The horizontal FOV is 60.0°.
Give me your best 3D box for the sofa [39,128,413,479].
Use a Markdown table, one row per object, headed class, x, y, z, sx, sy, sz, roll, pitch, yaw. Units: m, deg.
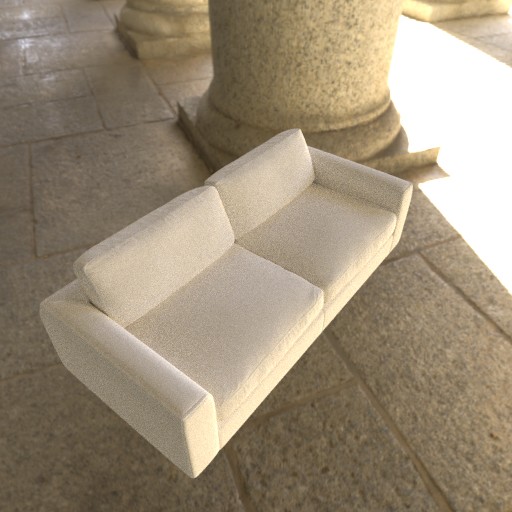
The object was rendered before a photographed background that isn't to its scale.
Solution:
| class | x | y | z | sx | sy | sz | roll | pitch | yaw |
| --- | --- | --- | --- | --- | --- | --- | --- | --- | --- |
| sofa | 0.000 | 0.000 | 2.734 | 1.070 | 0.801 | 2.262 | 28 | 48 | 28 |
